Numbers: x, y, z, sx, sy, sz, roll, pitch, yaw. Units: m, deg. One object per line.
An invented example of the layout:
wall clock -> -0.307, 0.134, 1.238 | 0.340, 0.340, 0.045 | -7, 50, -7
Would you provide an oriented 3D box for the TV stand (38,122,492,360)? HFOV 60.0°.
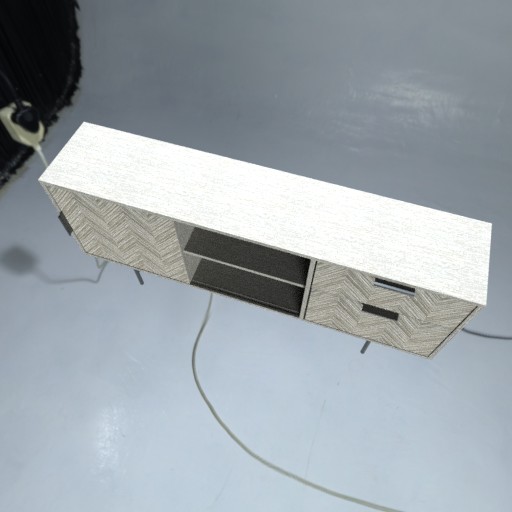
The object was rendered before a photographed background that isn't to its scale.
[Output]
TV stand -> 0.000, 0.000, 2.112 | 1.804, 0.787, 0.405 | 16, 59, 10
